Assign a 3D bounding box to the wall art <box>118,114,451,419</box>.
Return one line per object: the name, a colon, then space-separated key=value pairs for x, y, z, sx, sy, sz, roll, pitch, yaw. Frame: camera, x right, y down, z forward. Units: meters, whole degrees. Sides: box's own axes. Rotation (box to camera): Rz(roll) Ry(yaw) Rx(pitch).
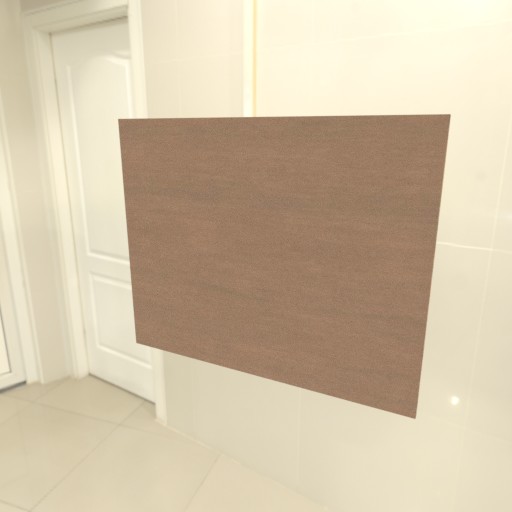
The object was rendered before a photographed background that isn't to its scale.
wall art: x=0.000 y=0.000 z=0.682 sx=0.508 sy=0.408 sz=0.010 roll=8 pitch=18 yaw=26
